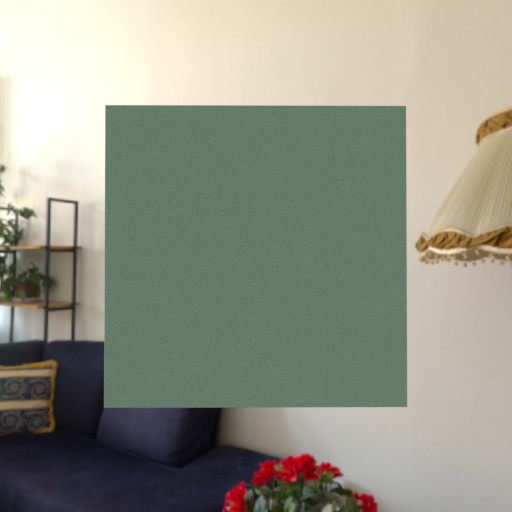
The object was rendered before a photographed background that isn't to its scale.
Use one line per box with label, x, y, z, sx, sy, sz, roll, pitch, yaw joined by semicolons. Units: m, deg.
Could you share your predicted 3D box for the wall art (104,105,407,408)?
wall art;0.000;0.000;0.902;0.603;0.603;0.036;0;-1;0
